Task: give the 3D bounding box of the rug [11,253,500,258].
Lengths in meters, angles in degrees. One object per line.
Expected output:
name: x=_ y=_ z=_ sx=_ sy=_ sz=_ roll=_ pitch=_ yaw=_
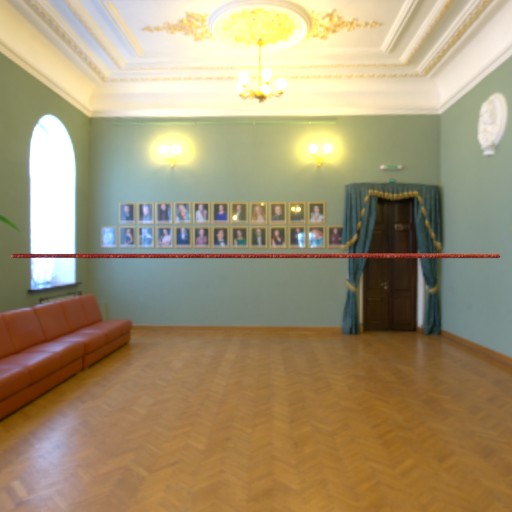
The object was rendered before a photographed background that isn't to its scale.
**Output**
rug: x=0.000 y=0.000 z=2.263 sx=1.835 sy=0.018 sz=1.230 roll=0 pitch=0 yaw=0
